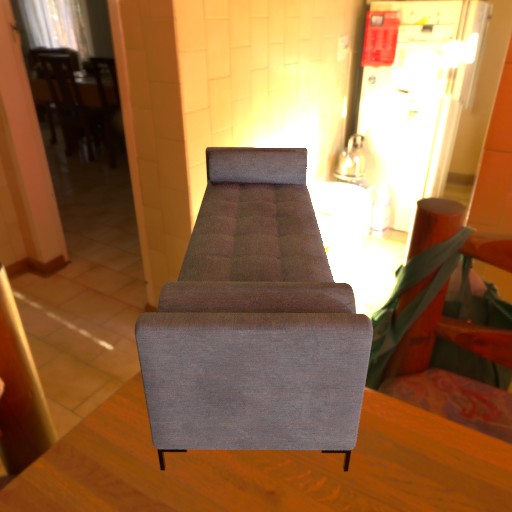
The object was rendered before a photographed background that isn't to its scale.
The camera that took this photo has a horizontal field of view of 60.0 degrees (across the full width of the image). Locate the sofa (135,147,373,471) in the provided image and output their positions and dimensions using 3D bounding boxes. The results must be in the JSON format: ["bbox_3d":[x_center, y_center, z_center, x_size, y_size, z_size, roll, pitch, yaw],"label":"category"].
[{"bbox_3d":[0.000,0.000,2.255,0.686,0.635,1.981,0,28,0],"label":"sofa"}]
